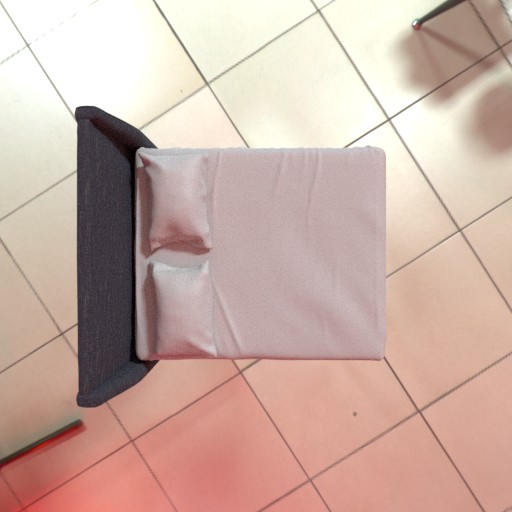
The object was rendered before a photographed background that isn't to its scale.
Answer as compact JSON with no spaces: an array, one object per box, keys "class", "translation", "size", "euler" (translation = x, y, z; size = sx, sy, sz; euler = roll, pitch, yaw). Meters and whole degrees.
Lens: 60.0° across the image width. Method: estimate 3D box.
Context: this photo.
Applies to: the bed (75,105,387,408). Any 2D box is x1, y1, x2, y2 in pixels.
[{"class":"bed","translation":[0.000,0.000,3.419],"size":[2.276,1.332,1.925],"euler":[0,91,1]}]
